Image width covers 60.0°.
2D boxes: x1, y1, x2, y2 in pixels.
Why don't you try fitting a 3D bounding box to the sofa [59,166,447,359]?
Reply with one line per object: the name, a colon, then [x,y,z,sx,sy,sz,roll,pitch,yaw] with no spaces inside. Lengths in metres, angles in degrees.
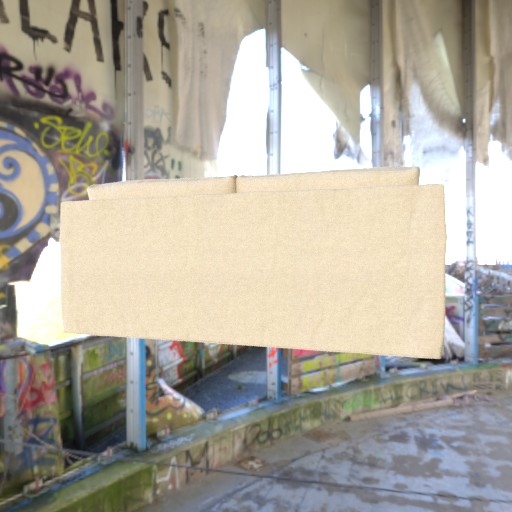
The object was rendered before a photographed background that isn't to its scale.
sofa: [0.000,0.000,2.526,1.959,0.835,0.962,0,0,19]
